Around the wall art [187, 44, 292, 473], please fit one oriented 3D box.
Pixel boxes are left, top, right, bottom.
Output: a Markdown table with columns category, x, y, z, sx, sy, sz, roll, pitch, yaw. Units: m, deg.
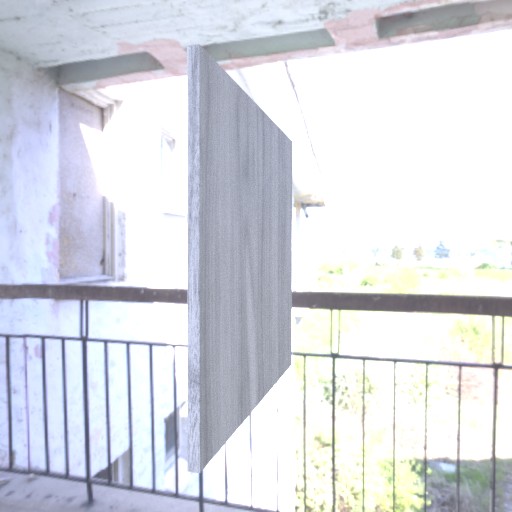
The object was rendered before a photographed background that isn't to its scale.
| category | x | y | z | sx | sy | sz | roll | pitch | yaw |
| --- | --- | --- | --- | --- | --- | --- | --- | --- | --- |
| wall art | 0.000 | 0.000 | 0.767 | 0.016 | 0.507 | 0.508 | 0 | 1 | 17 |
